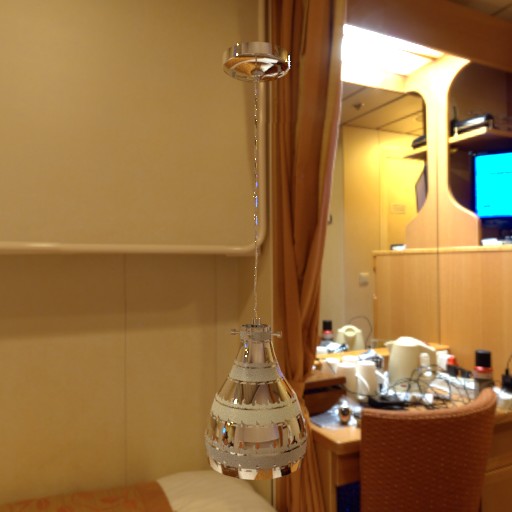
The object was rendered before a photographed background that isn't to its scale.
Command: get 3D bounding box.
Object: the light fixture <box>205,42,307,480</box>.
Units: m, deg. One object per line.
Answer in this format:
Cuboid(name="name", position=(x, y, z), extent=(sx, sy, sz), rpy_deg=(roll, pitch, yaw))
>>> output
Cuboid(name="light fixture", position=(0.000, 0.000, 1.624), extent=(0.374, 1.457, 0.374), rpy_deg=(0, -1, 18))
